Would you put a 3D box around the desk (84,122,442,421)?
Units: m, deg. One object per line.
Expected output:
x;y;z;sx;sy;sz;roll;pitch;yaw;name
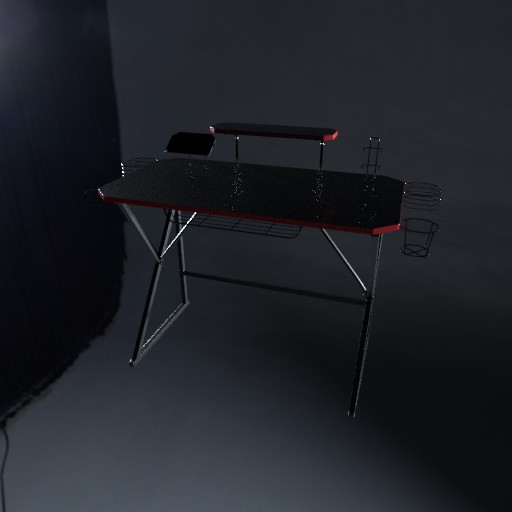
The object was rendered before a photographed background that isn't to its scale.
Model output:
0.000;0.000;1.751;1.280;0.913;0.588;9;28;17;desk
